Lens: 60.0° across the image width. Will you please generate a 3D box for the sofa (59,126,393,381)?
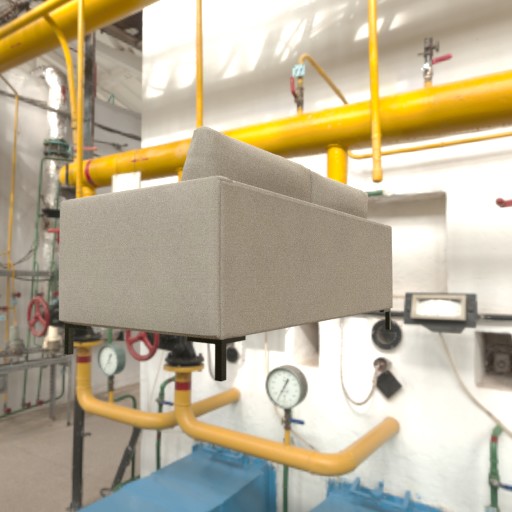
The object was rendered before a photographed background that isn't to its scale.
[{"bbox_3d":[0.000,0.000,2.249,0.875,0.840,1.682,-2,-3,35],"label":"sofa"}]
